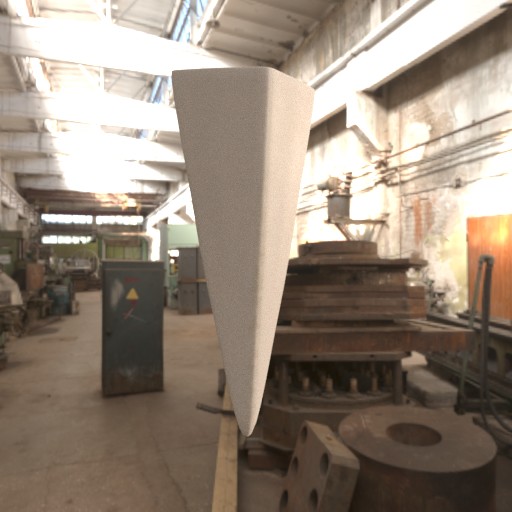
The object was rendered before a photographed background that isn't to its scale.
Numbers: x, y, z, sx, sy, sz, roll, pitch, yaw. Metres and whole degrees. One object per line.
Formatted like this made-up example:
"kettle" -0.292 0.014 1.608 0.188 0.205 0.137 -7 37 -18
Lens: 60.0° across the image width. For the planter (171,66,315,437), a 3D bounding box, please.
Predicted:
"planter" 0.000 0.000 0.394 0.143 0.338 0.065 0 -1 -18
